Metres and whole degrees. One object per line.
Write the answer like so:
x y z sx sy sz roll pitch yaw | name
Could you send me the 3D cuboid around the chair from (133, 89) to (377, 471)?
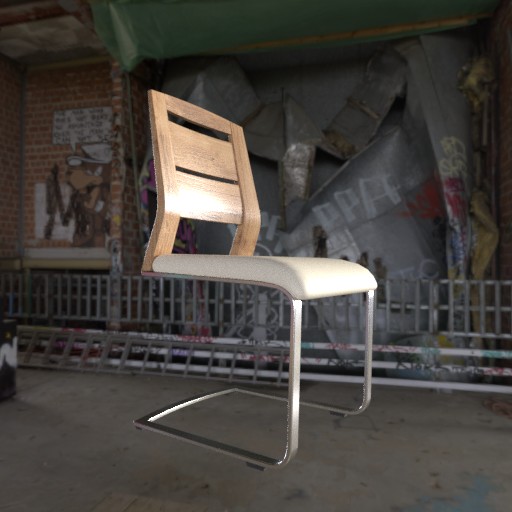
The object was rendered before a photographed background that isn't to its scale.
0.000 0.000 1.264 0.561 0.955 0.457 -1 -1 35 | chair
